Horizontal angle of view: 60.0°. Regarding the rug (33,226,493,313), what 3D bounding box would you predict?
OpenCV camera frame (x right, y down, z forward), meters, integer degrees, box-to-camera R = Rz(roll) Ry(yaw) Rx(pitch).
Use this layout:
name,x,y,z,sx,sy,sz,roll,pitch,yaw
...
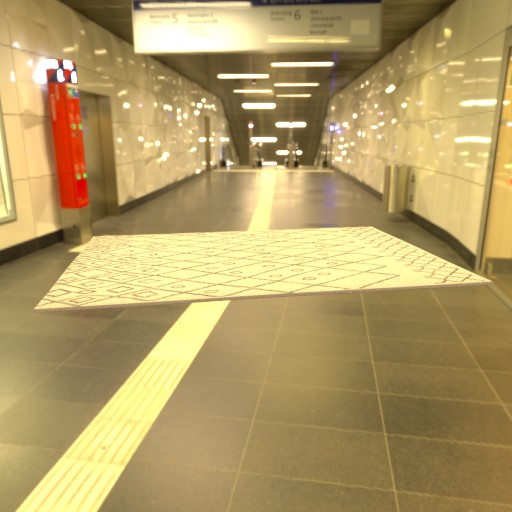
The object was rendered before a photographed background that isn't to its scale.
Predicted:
name,x,y,z,sx,sy,sz,roll,pitch,yaw
rug,0.000,0.000,2.307,1.828,0.015,1.222,-3,15,-10
